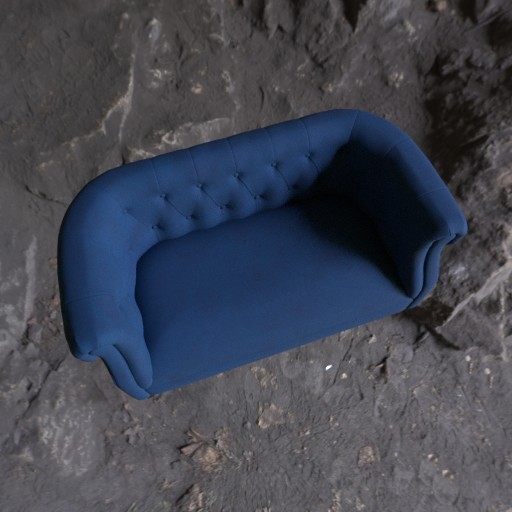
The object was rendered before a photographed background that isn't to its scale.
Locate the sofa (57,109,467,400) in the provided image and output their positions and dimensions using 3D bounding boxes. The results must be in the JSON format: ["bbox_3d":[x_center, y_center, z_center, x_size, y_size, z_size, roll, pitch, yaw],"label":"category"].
[{"bbox_3d":[0.000,0.000,2.038,1.558,0.827,0.835,-17,67,-8],"label":"sofa"}]
